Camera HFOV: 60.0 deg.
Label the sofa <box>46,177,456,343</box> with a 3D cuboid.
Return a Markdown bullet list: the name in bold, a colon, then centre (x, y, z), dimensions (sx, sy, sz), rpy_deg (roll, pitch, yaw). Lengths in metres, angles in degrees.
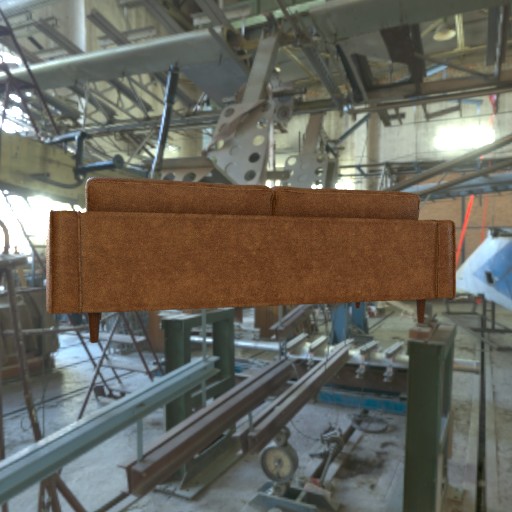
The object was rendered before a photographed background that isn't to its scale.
- **sofa**: centre (0.000, 0.000, 2.643), dimensions (2.199, 0.779, 0.886), rpy_deg (0, 1, -18)
